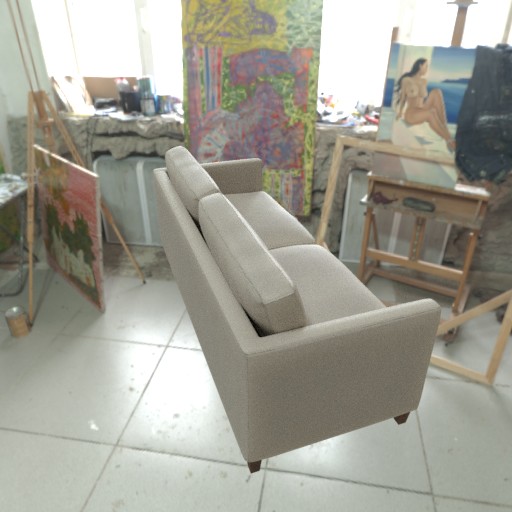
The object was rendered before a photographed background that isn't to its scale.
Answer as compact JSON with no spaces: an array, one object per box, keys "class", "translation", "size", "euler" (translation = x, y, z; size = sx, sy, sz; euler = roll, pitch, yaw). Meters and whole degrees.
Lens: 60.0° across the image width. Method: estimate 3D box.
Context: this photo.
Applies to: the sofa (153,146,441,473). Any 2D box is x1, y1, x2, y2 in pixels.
[{"class":"sofa","translation":[0.000,0.000,2.880],"size":[0.951,0.968,2.361],"euler":[-10,31,-17]}]
